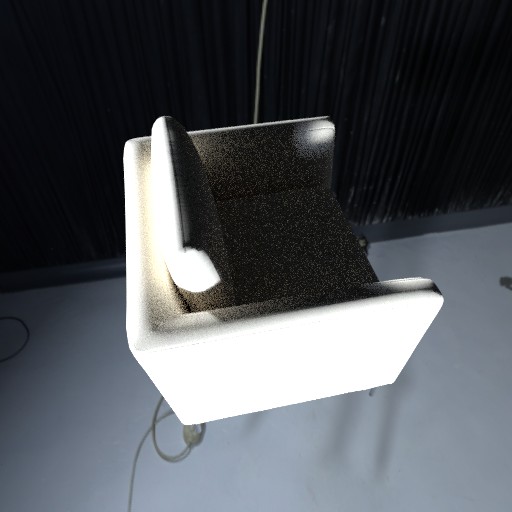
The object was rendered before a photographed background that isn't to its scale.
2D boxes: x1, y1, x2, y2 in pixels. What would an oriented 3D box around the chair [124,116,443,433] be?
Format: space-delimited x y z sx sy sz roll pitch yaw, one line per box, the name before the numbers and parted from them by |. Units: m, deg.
chair | 0.000 0.000 1.707 0.889 0.865 1.041 -9 48 -8
